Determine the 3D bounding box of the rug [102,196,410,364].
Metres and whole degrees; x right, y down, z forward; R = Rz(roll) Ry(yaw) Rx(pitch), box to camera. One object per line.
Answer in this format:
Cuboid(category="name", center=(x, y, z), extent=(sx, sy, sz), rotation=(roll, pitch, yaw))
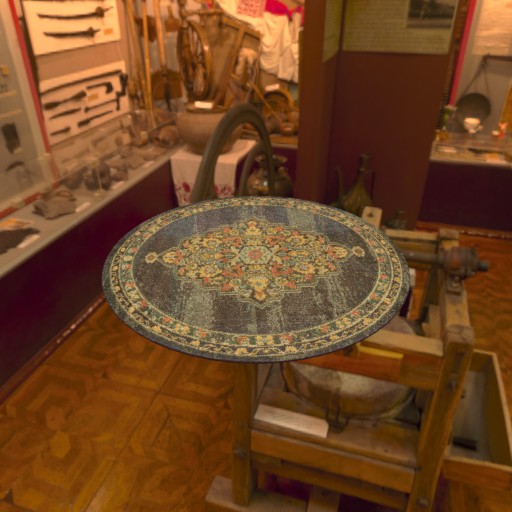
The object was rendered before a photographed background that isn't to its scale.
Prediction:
Cuboid(category="rug", center=(0.000, 0.000, 2.383), extent=(1.591, 0.010, 1.591), rotation=(0, 31, 0))
